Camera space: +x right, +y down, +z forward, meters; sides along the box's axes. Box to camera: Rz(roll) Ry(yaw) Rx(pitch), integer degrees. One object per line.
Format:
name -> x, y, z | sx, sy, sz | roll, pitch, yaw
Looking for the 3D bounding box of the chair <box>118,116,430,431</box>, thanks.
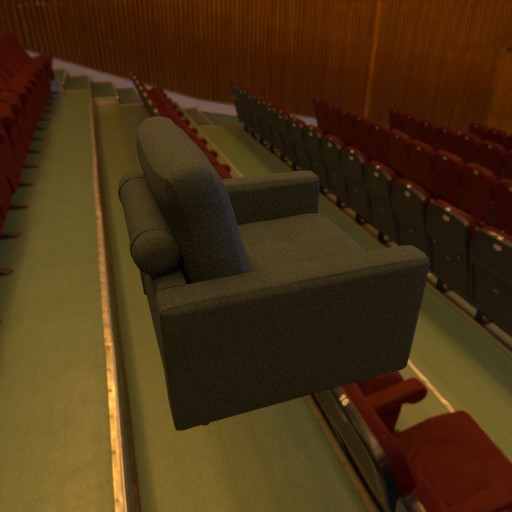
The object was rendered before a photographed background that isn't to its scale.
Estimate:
chair -> 0.000, 0.000, 1.552 | 0.843, 0.880, 0.821 | -10, 31, -17
